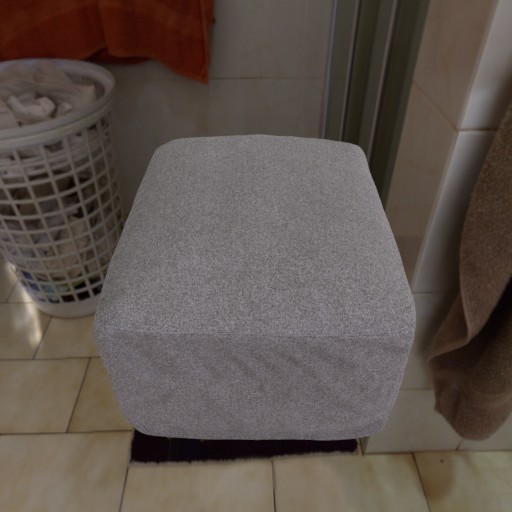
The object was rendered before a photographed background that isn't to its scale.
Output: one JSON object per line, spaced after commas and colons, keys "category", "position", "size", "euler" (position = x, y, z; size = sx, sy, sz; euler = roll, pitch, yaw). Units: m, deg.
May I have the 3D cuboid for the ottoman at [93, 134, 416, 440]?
{"category": "ottoman", "position": [0.000, 0.000, 1.251], "size": [0.683, 0.481, 0.837], "euler": [0, 41, 1]}
